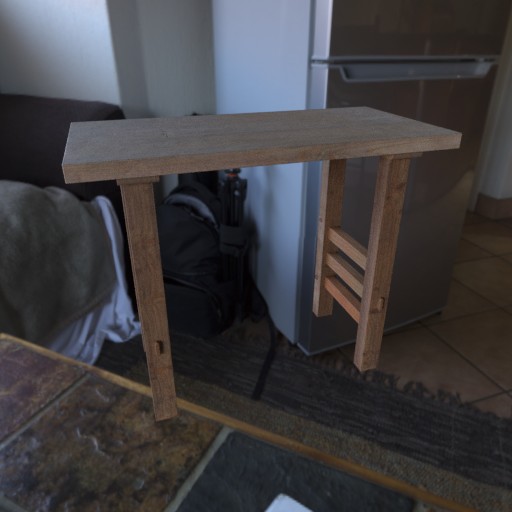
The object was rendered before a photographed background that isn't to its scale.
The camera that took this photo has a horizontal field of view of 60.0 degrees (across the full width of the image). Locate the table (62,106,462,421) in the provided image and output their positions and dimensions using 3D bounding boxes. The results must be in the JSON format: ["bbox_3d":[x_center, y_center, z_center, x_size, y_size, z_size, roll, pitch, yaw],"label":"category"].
[{"bbox_3d":[0.000,0.000,1.612,1.119,0.914,0.556,-9,28,-16],"label":"table"}]
